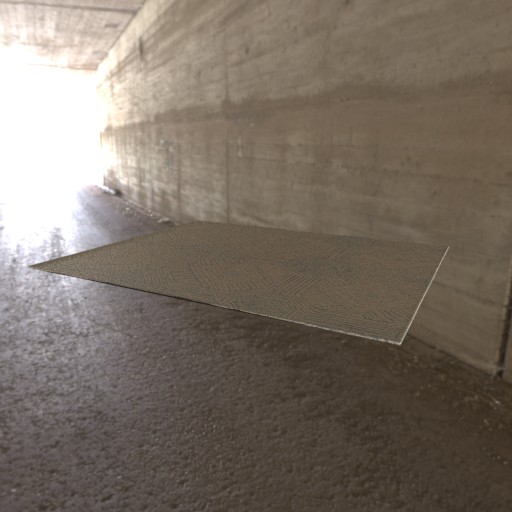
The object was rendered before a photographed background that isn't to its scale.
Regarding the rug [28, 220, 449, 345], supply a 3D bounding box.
[{"bbox_3d":[0.000,0.000,4.072,3.049,0.015,2.457,8,17,27],"label":"rug"}]
